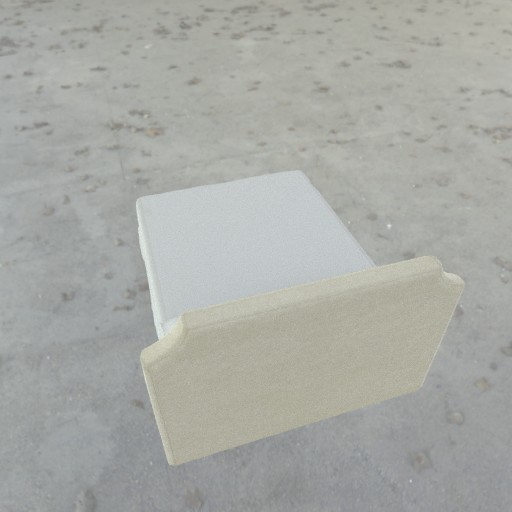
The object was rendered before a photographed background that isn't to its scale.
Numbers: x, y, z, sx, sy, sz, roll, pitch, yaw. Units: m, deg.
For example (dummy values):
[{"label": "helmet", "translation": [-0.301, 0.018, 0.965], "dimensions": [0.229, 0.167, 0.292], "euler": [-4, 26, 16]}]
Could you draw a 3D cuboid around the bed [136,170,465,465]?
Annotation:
[{"label": "bed", "translation": [0.000, 0.000, 3.337], "dimensions": [1.828, 1.297, 2.164], "euler": [-12, 43, -13]}]
